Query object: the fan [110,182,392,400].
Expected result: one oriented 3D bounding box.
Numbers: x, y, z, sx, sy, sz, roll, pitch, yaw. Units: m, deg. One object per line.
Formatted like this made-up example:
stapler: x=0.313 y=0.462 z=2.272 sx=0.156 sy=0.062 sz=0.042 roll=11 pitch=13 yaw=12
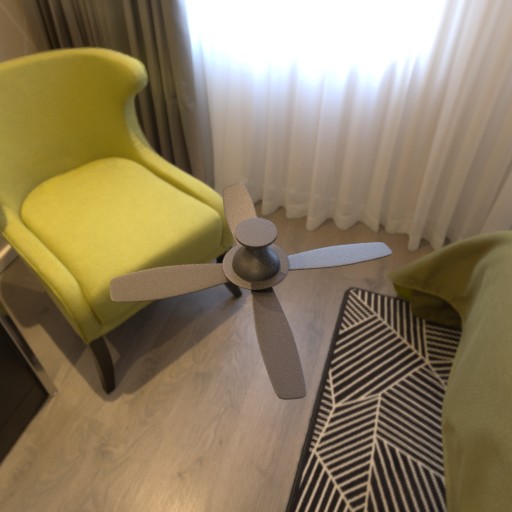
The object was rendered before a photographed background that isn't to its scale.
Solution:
fan: x=0.000 y=0.000 z=2.564 sx=1.694 sy=0.382 sz=1.694 roll=-8 pitch=46 yaw=-8
